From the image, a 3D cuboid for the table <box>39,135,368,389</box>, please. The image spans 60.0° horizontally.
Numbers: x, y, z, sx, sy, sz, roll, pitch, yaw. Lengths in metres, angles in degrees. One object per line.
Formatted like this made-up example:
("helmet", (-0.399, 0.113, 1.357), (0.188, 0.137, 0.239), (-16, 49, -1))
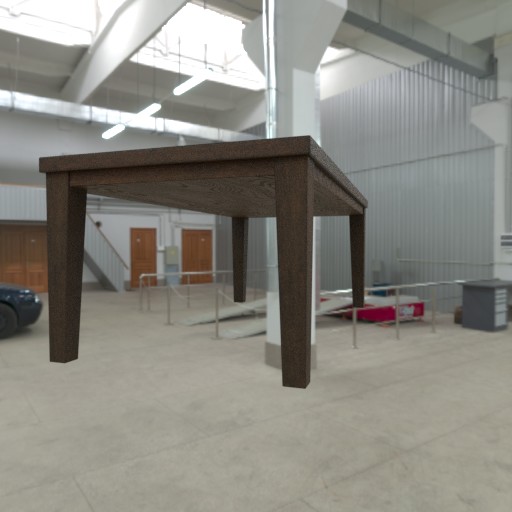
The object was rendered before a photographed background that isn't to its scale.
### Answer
("table", (0.000, 0.000, 2.411), (1.016, 0.762, 1.981), (0, 1, 19))
